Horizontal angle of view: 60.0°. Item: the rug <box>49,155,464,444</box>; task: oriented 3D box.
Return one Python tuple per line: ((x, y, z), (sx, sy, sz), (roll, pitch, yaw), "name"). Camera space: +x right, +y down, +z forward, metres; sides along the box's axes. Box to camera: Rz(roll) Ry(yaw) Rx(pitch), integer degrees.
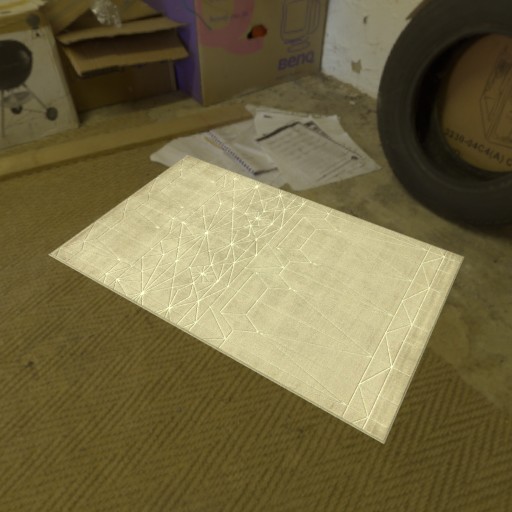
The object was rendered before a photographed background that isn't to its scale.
((0.000, 0.000, 3.066), (2.438, 0.012, 1.524), (24, 49, 23), "rug")
